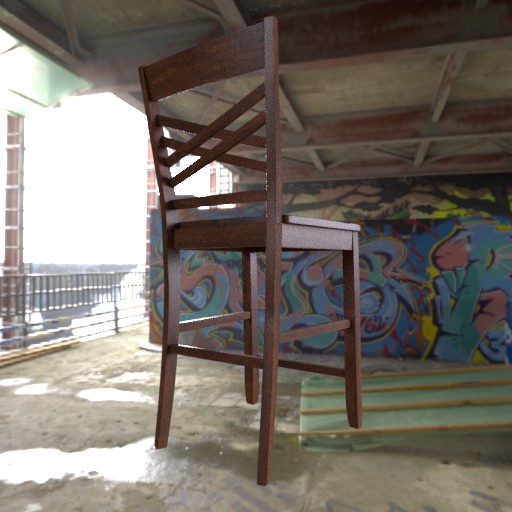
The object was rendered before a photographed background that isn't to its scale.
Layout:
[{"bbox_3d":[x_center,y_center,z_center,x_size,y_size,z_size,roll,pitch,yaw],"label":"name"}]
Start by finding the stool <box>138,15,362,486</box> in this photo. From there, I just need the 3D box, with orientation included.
[{"bbox_3d":[0.000,0.000,1.328,0.462,1.079,0.539,-1,-1,36],"label":"stool"}]
